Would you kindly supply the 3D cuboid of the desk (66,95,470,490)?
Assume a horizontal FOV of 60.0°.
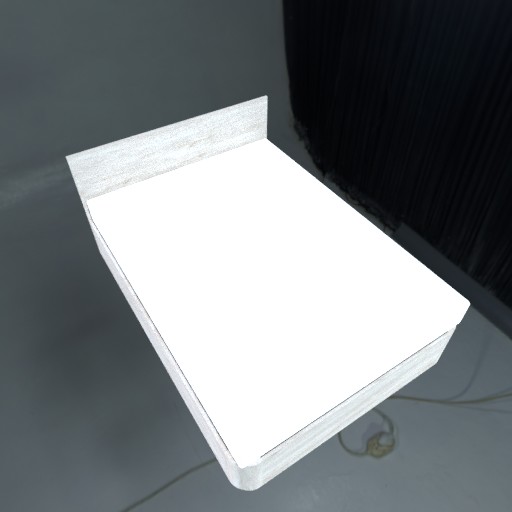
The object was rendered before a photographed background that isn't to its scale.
[{"bbox_3d":[0.000,0.000,2.568,1.400,0.800,1.900,-25,51,-22],"label":"desk"}]
